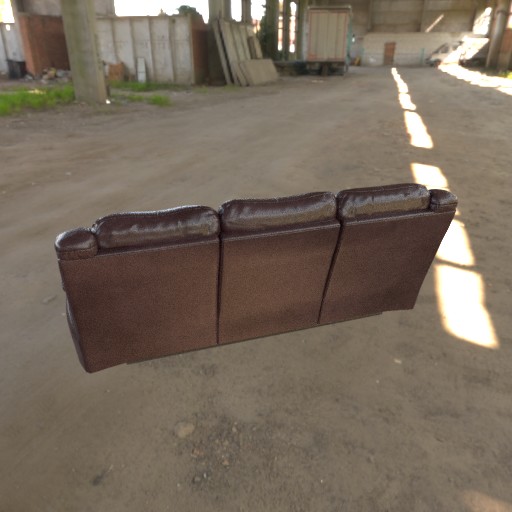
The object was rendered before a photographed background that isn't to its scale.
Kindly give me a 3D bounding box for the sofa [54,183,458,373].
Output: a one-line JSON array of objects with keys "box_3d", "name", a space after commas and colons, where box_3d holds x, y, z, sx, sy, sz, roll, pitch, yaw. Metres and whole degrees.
[{"box_3d": [0.000, 0.000, 2.884, 2.337, 1.043, 0.991, -8, 27, -16], "name": "sofa"}]
